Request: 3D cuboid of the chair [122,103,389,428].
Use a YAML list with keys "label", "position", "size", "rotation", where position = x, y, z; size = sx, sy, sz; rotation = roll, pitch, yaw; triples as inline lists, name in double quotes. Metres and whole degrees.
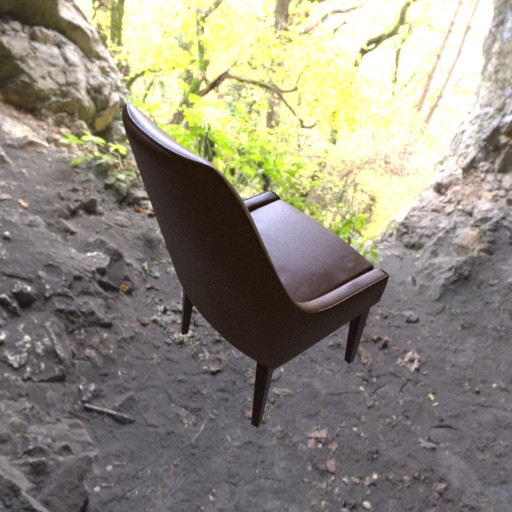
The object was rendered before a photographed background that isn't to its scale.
- label: "chair"
  position: [0.000, 0.000, 1.222]
  size: [0.544, 0.861, 0.529]
  rotation: [-26, 47, -27]
